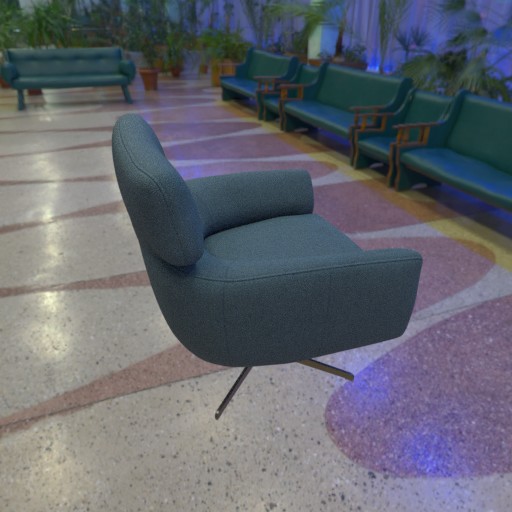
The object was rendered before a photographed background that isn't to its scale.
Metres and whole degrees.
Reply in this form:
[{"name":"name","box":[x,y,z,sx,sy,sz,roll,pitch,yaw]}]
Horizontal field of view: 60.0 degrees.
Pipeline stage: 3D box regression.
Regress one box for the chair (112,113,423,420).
[{"name":"chair","box":[0.000,0.000,1.399,0.761,0.813,0.738,-10,32,-17]}]
